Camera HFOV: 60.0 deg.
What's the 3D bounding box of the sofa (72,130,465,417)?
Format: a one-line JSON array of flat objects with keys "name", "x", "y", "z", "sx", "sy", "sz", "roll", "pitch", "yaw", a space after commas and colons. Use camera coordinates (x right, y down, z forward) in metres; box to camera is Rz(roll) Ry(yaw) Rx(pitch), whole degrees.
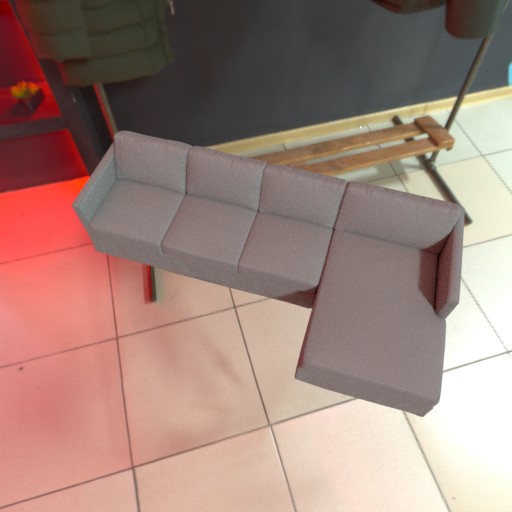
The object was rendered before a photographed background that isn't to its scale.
[{"name": "sofa", "x": 0.000, "y": 0.000, "z": 3.726, "sx": 3.177, "sy": 0.867, "sz": 1.622, "roll": 14, "pitch": 59, "yaw": 9}]
